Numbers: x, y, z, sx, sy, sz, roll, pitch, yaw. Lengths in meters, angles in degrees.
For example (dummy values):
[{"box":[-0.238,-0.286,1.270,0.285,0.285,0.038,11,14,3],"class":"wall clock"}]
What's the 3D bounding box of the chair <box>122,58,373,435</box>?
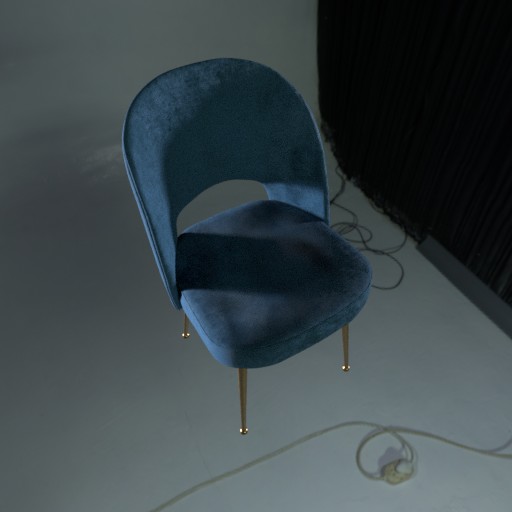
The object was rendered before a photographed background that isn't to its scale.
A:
[{"box":[0.000,0.000,1.226,0.527,0.860,0.577,-24,51,-21],"class":"chair"}]
